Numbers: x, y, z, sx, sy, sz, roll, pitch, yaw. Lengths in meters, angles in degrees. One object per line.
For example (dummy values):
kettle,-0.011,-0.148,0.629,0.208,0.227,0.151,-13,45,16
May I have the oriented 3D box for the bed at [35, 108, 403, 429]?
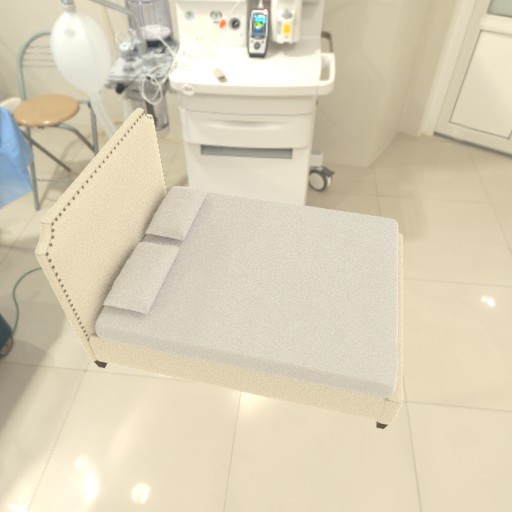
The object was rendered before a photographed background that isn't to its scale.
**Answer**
bed,0.000,0.000,3.452,2.372,1.497,1.712,9,47,9
